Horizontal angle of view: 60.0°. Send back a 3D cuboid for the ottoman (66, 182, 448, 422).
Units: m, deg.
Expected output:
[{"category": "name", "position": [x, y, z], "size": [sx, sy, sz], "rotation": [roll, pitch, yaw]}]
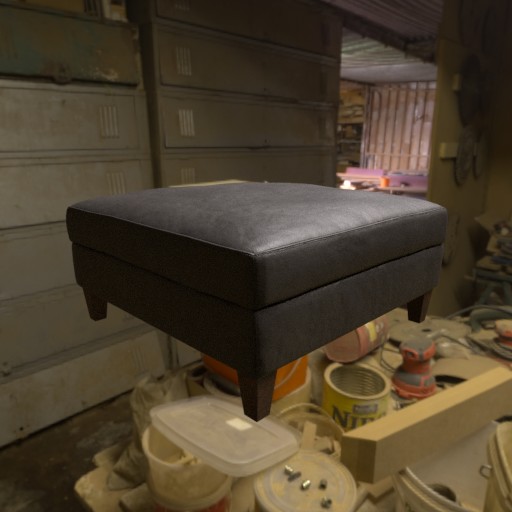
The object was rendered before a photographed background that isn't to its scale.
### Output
[{"category": "ottoman", "position": [0.000, 0.000, 1.357], "size": [0.836, 0.415, 0.844], "rotation": [-14, 20, -43]}]
